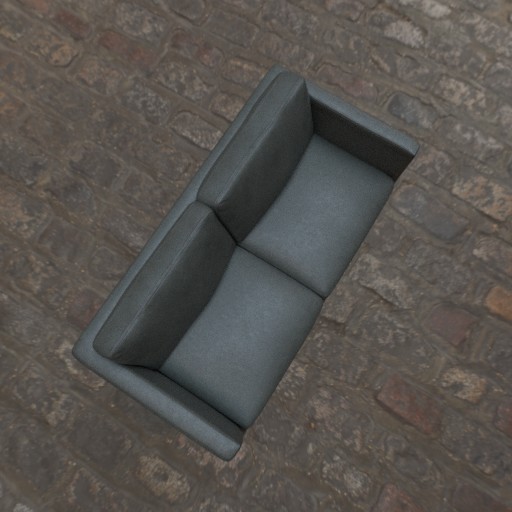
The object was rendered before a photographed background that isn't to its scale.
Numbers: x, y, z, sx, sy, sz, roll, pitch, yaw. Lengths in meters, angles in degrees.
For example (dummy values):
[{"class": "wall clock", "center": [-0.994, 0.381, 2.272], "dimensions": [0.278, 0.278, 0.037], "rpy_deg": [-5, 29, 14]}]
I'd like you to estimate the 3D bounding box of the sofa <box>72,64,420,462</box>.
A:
[{"class": "sofa", "center": [0.000, 0.000, 2.499], "dimensions": [0.951, 0.933, 1.883], "rpy_deg": [32, 79, 7]}]
